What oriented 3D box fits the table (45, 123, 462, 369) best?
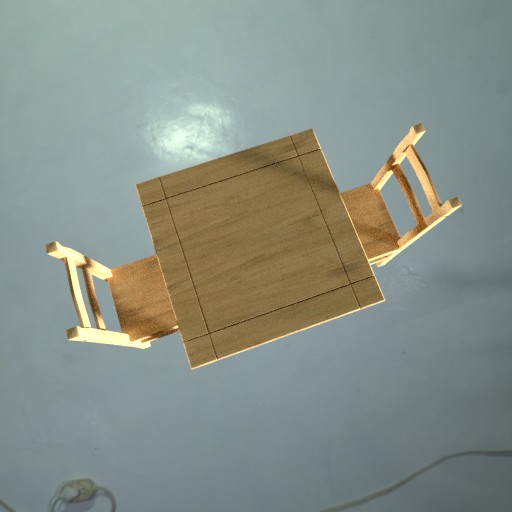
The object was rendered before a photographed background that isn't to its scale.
[{"bbox_3d":[0.000,0.000,2.088,1.501,0.942,0.813,-19,77,-5],"label":"table"}]
